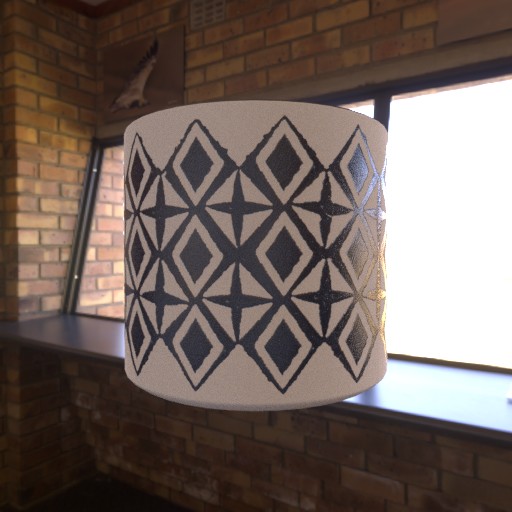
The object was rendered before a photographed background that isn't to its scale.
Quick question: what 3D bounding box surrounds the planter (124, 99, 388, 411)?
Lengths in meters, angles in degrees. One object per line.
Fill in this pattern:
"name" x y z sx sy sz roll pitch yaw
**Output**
"planter" 0.000 0.000 0.318 0.182 0.165 0.182 0 1 0
